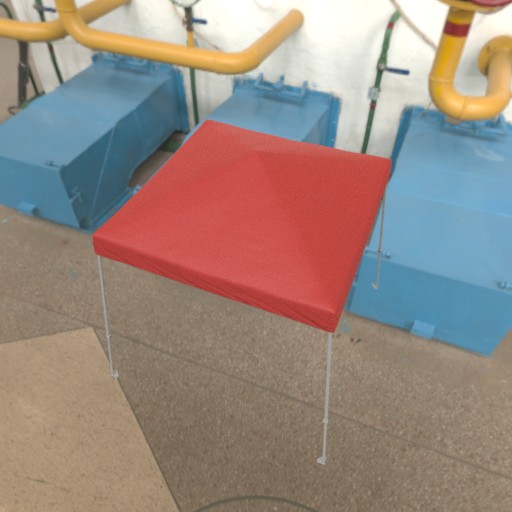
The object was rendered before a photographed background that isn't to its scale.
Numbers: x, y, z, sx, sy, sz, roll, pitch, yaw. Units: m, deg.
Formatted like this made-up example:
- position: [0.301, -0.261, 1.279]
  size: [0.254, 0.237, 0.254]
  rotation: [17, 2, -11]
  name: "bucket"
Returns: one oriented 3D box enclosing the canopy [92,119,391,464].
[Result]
- position: [0.000, 0.000, 6.596]
  size: [3.599, 3.600, 3.600]
  rotation: [17, 48, 16]
  name: "canopy"
